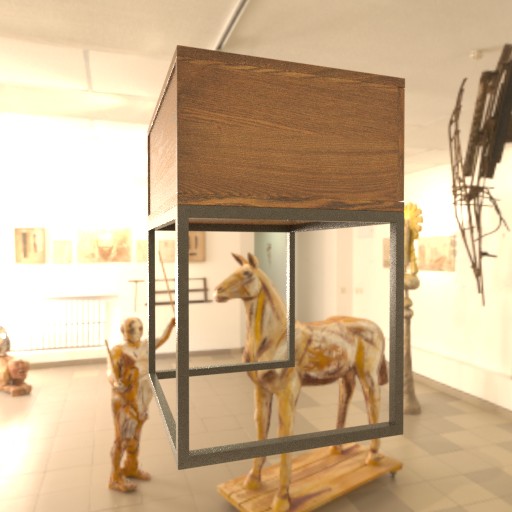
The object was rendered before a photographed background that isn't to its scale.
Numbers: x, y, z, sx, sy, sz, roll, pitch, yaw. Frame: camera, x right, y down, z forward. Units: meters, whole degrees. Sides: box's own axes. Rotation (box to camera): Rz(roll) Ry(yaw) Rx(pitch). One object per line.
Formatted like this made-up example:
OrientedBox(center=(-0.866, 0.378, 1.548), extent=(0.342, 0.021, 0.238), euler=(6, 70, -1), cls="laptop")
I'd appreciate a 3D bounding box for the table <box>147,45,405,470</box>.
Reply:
OrientedBox(center=(0.000, 0.000, 0.926), extent=(0.400, 0.610, 0.482), euler=(0, 1, -19), cls="table")
